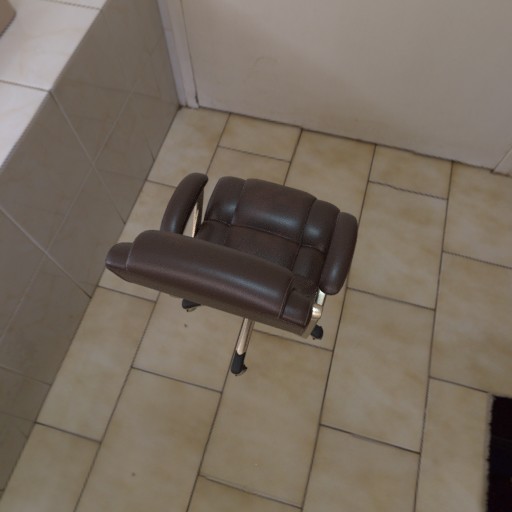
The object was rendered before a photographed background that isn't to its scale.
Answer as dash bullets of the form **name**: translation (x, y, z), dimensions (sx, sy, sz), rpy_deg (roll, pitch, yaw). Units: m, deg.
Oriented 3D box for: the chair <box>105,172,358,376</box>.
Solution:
- **chair**: translation (0.000, 0.000, 1.637), dimensions (0.692, 1.194, 0.749), rpy_deg (16, 66, 8)
